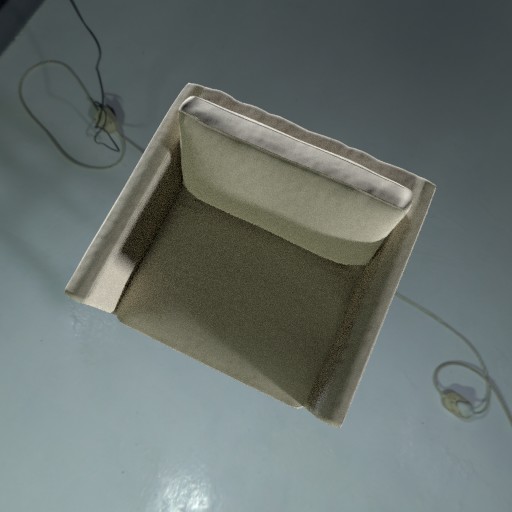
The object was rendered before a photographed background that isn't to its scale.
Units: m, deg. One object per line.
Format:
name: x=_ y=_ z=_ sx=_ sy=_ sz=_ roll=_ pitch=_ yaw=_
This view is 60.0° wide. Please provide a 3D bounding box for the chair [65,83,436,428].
chair: x=0.000 y=0.000 z=1.804 sx=1.057 sy=0.867 sz=0.949 roll=25 pitch=77 yaw=6
